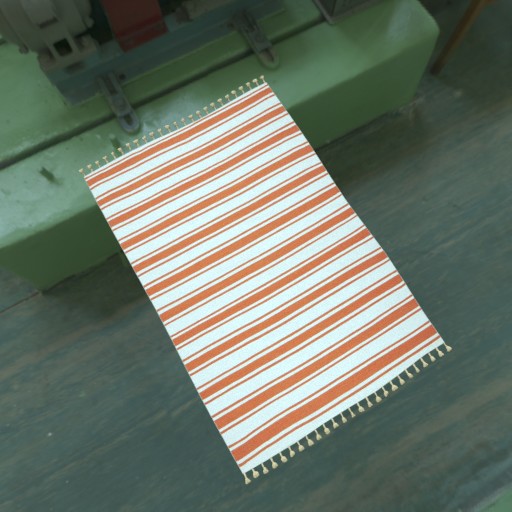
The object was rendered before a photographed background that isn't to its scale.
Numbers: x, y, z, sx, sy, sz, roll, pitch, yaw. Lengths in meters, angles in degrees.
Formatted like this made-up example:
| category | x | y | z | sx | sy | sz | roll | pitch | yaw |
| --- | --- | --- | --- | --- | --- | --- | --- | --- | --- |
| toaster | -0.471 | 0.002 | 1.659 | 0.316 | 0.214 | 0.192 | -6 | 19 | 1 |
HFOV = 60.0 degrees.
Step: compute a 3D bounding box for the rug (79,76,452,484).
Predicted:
| category | x | y | z | sx | sy | sz | roll | pitch | yaw |
| --- | --- | --- | --- | --- | --- | --- | --- | --- | --- |
| rug | 0.000 | 0.000 | 3.043 | 1.556 | 0.022 | 2.433 | -30 | 77 | -7 |
